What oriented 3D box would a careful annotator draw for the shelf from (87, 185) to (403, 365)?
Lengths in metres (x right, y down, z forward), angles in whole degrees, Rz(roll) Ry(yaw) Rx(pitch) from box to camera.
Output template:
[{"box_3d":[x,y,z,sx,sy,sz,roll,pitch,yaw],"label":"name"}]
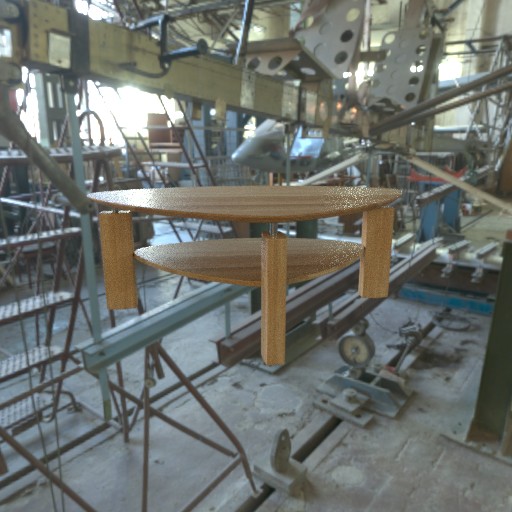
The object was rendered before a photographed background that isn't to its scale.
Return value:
[{"box_3d":[0.000,0.000,1.648,1.240,0.439,0.863,-2,14,-7],"label":"shelf"}]
